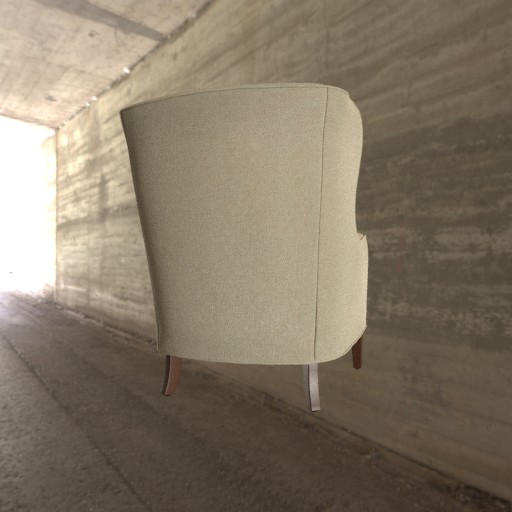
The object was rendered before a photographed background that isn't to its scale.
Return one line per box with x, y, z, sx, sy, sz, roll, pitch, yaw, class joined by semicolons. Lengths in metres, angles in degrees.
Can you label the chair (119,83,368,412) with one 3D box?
0.000;0.000;1.766;0.838;1.040;0.966;0;0;18;chair
